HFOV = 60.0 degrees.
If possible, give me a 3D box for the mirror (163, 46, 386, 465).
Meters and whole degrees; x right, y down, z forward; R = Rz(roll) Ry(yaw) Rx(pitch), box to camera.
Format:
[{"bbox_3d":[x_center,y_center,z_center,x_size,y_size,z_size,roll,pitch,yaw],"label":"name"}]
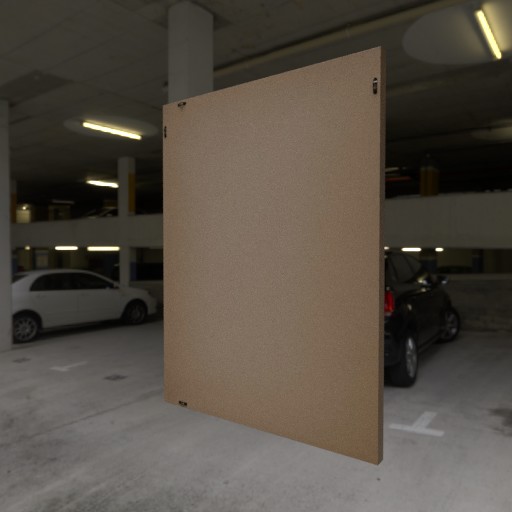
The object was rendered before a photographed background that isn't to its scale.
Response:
[{"bbox_3d":[0.000,0.000,1.311,0.762,1.016,0.041,1,2,36],"label":"mirror"}]
